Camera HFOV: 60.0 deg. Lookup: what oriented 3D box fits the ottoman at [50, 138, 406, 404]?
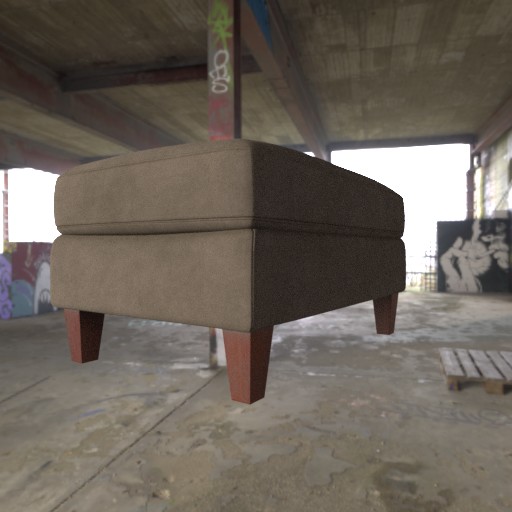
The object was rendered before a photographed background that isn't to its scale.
[{"bbox_3d":[0.000,0.000,1.197,0.584,0.483,0.864,1,1,35],"label":"ottoman"}]
